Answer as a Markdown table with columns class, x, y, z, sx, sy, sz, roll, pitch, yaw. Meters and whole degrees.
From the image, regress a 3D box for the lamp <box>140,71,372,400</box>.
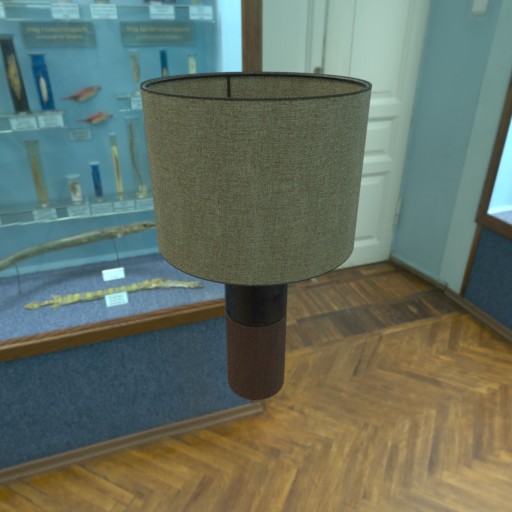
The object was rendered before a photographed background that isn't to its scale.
| class | x | y | z | sx | sy | sz | roll | pitch | yaw |
| --- | --- | --- | --- | --- | --- | --- | --- | --- | --- |
| lamp | 0.000 | 0.000 | 0.475 | 0.202 | 0.350 | 0.202 | 0 | 27 | 0 |
